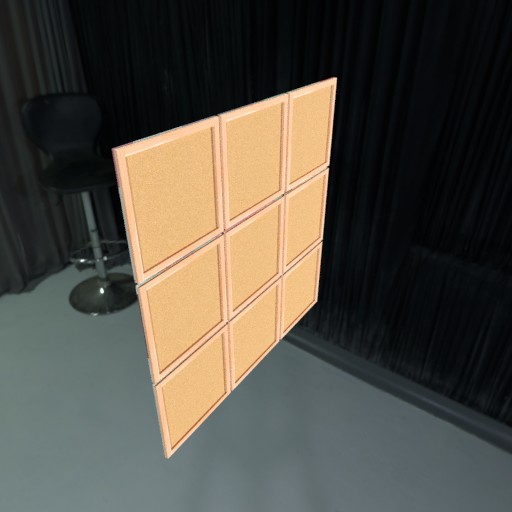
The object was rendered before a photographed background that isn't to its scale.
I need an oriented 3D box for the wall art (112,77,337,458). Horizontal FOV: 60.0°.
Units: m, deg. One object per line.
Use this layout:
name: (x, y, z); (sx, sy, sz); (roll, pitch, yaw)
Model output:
wall art: (0.000, 0.000, 1.365); (0.012, 0.910, 0.911); (20, 36, 29)
